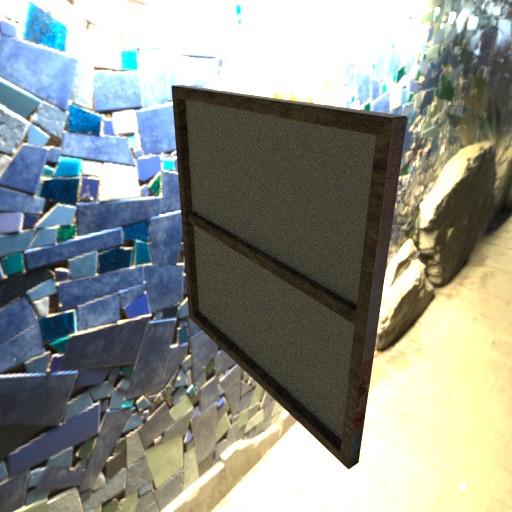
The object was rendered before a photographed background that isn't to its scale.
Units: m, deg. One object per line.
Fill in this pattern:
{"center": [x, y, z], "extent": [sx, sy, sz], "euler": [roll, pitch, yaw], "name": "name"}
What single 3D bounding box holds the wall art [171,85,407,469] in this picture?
{"center": [0.000, 0.000, 1.096], "extent": [0.035, 0.747, 0.747], "euler": [-17, 30, -32], "name": "wall art"}
